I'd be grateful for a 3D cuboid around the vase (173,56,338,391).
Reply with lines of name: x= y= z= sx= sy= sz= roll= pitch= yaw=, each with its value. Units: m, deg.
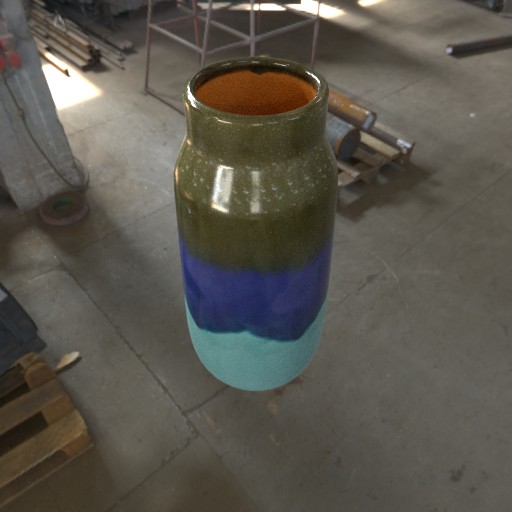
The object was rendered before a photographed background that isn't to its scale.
vase: x=0.000 y=0.000 z=0.392 sx=0.139 sy=0.313 sz=0.139 roll=0 pitch=46 yaw=0
